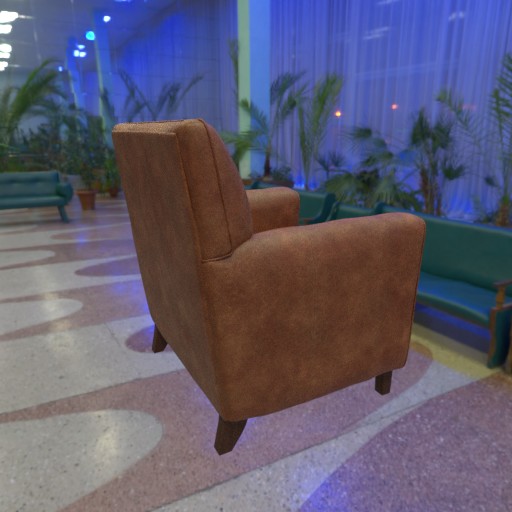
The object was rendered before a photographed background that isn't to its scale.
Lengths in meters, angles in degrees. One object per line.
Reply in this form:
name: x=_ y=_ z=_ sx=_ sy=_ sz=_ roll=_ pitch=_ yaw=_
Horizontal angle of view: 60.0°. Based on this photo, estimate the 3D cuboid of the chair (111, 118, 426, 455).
chair: x=0.000 y=0.000 z=1.626 sx=0.823 sy=0.943 sz=0.870 roll=-8 pitch=18 yaw=-27
